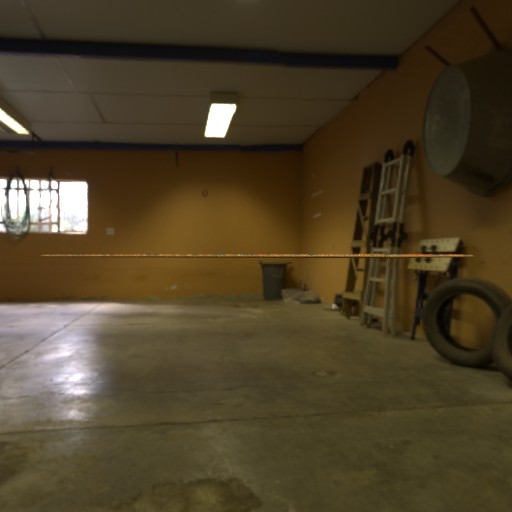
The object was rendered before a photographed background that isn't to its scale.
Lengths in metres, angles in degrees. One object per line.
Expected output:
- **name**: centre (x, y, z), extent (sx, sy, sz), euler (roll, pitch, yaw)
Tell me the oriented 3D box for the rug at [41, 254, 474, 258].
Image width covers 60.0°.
- **rug**: centre (0.000, 0.000, 3.631), extent (2.916, 0.019, 2.043), euler (0, 0, 35)
